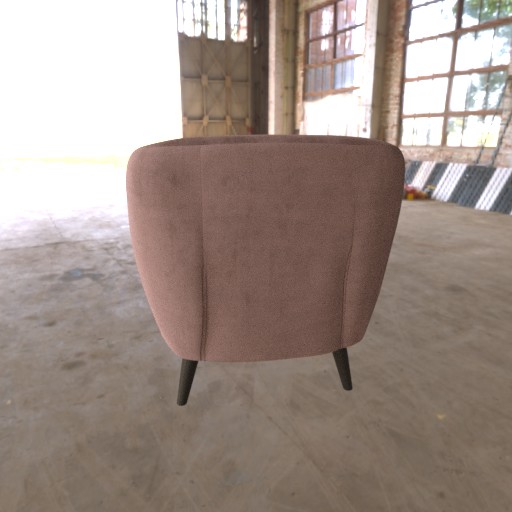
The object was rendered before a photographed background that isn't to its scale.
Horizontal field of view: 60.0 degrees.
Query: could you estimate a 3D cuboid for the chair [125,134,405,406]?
[{"bbox_3d":[0.000,0.000,1.553,0.840,0.820,0.820,-2,15,-9],"label":"chair"}]
